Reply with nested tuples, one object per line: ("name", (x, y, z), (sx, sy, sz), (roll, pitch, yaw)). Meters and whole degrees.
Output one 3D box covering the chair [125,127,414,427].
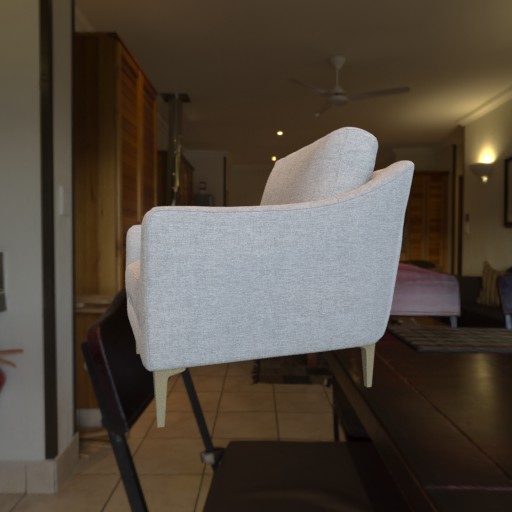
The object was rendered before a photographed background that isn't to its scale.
("chair", (0.000, 0.000, 1.739), (0.961, 0.902, 0.986), (0, 1, -19))
